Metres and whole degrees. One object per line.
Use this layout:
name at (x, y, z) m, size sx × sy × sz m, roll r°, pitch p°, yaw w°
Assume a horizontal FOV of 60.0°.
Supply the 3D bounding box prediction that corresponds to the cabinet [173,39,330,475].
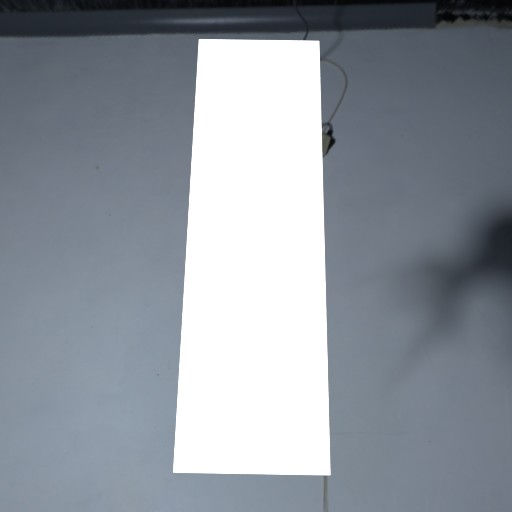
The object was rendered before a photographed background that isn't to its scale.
cabinet at (0.000, 0.000, 2.004) m, size 0.500 × 0.780 × 1.649 m, roll 1°, pitch 75°, yaw 0°
